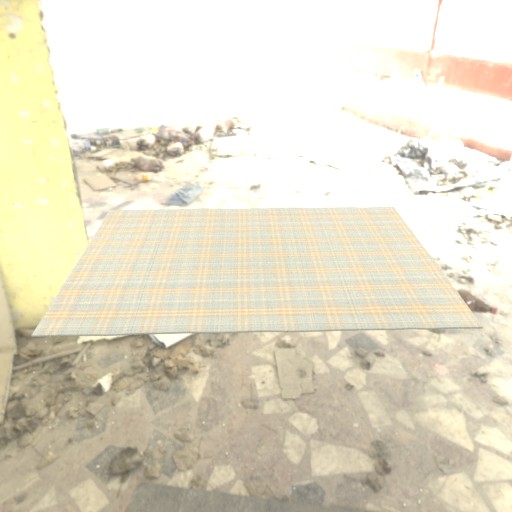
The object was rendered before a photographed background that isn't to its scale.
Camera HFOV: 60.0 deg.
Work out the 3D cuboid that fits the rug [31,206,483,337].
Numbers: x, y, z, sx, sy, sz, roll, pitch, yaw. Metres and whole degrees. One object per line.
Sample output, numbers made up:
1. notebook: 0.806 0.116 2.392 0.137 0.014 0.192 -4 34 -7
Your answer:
1. rug: 0.000 0.000 2.319 1.835 0.012 1.231 -1 30 -1
